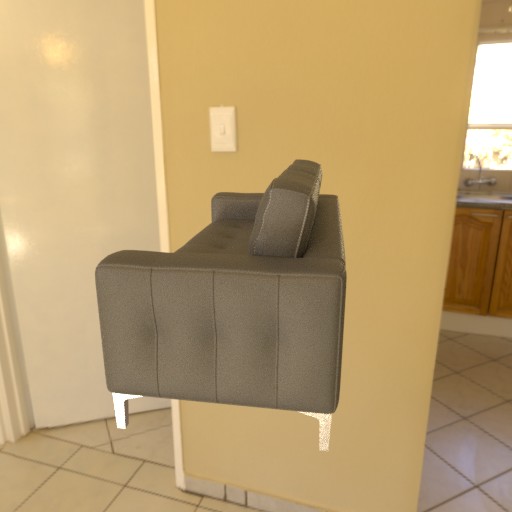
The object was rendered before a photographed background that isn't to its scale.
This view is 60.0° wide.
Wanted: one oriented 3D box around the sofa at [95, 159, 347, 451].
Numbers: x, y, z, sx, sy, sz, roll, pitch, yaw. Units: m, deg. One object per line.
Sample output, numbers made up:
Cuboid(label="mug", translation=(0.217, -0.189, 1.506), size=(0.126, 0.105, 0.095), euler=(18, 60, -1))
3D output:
Cuboid(label="sofa", translation=(0.000, 0.000, 2.237), size=(0.833, 0.892, 1.726), euler=(3, 16, 9))
